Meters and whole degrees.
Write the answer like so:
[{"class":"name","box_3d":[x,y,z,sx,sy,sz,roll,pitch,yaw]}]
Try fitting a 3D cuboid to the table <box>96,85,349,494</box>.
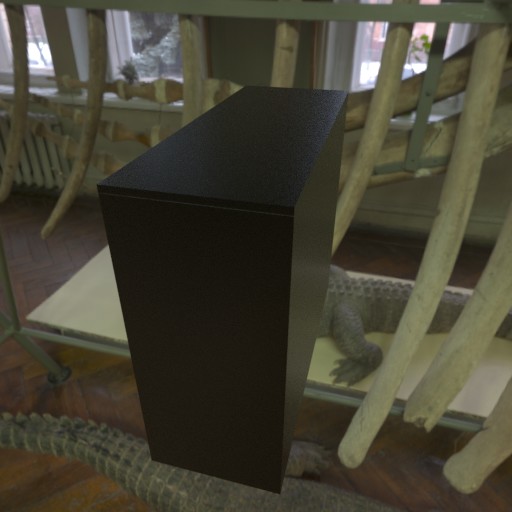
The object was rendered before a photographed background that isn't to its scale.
[{"class":"table","box_3d":[0.000,0.000,1.329,0.380,0.790,0.930,8,32,13]}]
